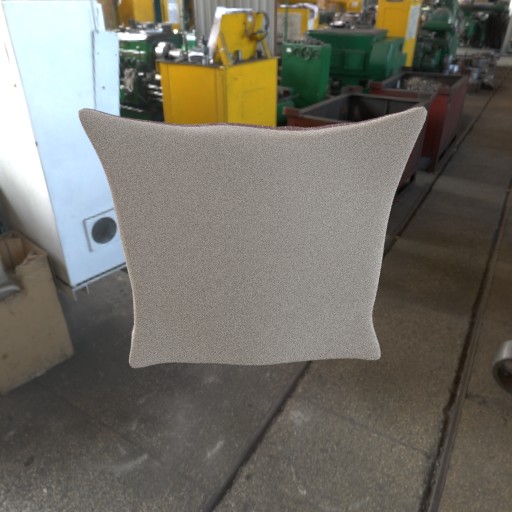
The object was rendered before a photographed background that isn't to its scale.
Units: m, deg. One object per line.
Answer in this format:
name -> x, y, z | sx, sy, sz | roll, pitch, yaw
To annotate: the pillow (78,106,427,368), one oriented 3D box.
pillow -> 0.000, 0.000, 0.784 | 0.514, 0.513, 0.163 | -1, 31, -2
